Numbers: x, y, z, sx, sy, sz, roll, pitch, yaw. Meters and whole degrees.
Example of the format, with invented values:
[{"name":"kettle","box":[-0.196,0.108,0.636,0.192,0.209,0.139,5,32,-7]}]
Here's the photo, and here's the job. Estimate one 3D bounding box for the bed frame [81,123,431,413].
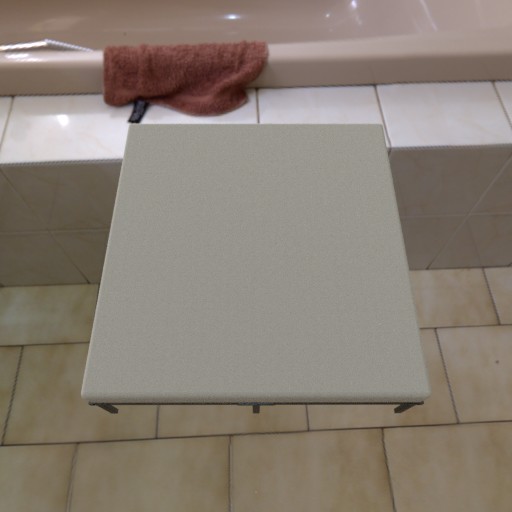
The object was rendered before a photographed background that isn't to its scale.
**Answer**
[{"name":"bed frame","box":[0.000,0.000,4.027,2.526,0.680,2.635,0,62,0]}]
